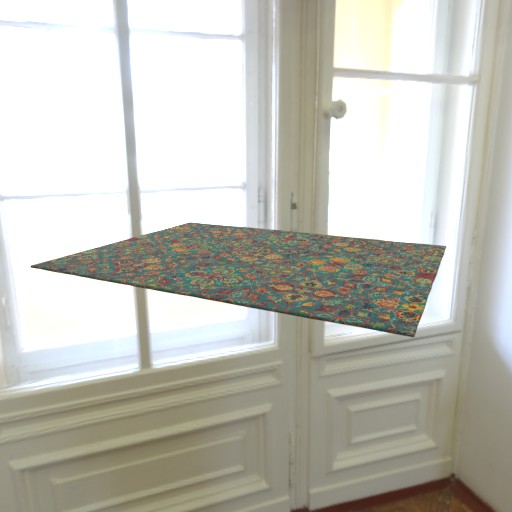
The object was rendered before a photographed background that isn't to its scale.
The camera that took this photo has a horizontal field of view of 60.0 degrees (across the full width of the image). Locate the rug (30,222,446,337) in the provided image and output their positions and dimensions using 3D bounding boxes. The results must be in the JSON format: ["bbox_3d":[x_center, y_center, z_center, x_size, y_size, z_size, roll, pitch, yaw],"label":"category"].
[{"bbox_3d":[0.000,0.000,4.231,3.204,0.025,2.434,7,16,26],"label":"rug"}]
